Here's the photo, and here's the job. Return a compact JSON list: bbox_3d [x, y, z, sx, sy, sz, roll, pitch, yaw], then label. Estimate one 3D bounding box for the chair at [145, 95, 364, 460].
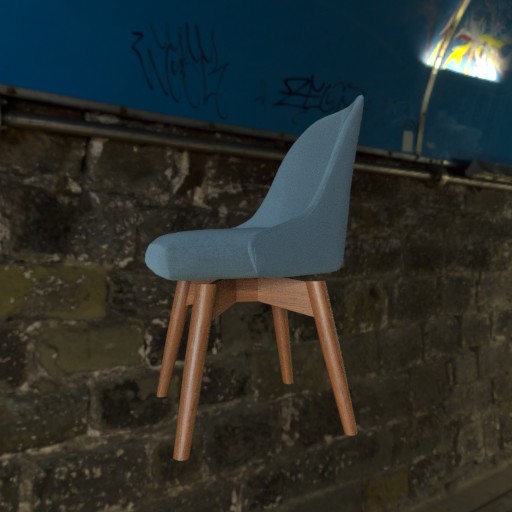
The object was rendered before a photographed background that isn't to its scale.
[{"bbox_3d":[0.000,0.000,1.251,0.589,0.882,0.503,-1,2,-18],"label":"chair"}]
